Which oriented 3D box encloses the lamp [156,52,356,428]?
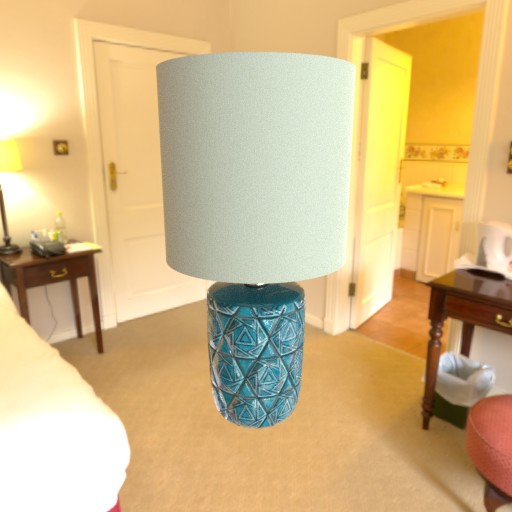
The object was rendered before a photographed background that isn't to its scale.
[{"bbox_3d":[0.000,0.000,0.484,0.193,0.377,0.193,3,15,10],"label":"lamp"}]
